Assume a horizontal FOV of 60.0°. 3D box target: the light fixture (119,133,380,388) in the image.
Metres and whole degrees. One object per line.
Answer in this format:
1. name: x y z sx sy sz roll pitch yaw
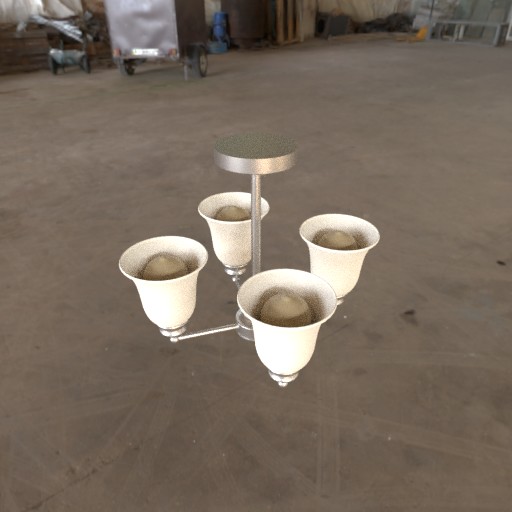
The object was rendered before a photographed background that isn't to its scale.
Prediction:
1. light fixture: 0.000 0.000 0.726 0.427 0.370 0.427 -9 33 -14
